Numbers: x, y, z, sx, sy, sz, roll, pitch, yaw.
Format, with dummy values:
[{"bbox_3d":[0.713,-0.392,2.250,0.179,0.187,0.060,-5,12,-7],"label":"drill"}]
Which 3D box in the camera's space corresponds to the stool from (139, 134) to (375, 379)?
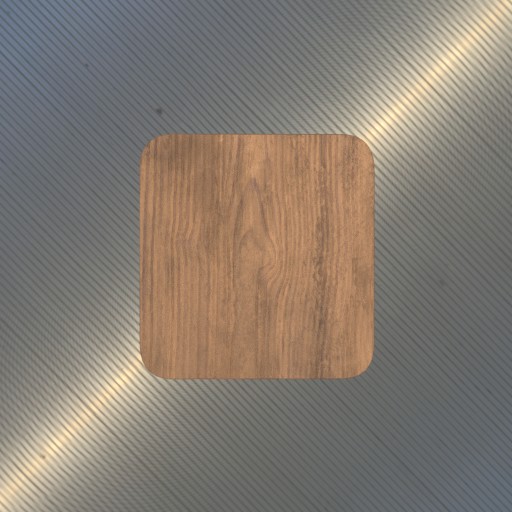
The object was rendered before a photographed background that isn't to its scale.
[{"bbox_3d":[0.000,0.000,0.891,0.407,0.607,0.407,0,90,0],"label":"stool"}]
